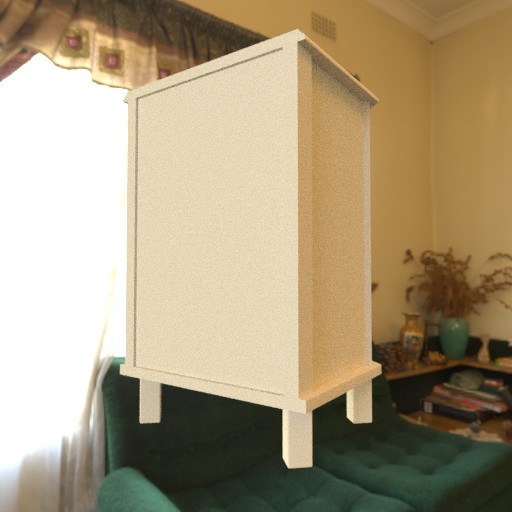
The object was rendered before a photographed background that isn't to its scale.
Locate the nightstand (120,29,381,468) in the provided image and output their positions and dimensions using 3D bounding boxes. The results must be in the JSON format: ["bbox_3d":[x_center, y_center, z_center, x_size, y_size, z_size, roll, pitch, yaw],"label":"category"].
[{"bbox_3d":[0.000,0.000,0.931,0.435,0.681,0.351,-1,-2,36],"label":"nightstand"}]
